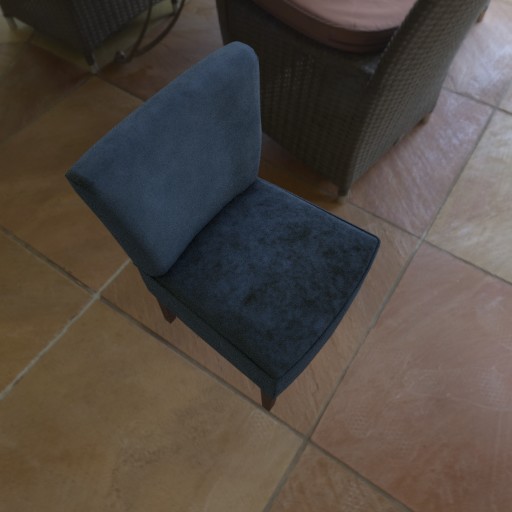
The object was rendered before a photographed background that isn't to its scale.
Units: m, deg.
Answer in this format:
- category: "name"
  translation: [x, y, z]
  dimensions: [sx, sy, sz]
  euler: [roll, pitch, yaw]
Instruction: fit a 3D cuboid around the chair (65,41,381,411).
- category: "chair"
  translation: [0.000, 0.000, 1.197]
  dimensions: [0.551, 0.806, 0.521]
  euler: [33, 65, 18]
